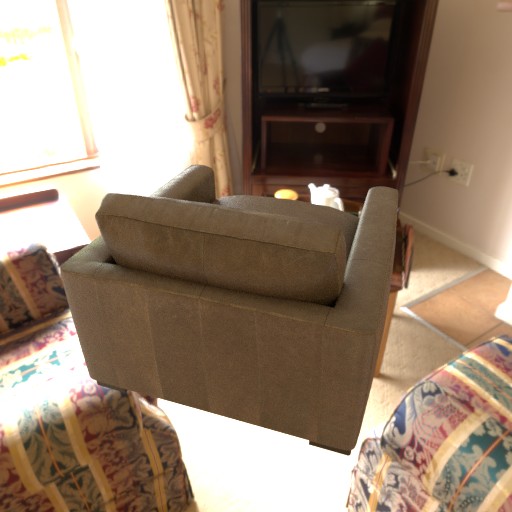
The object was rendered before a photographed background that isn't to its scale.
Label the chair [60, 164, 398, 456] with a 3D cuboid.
[{"bbox_3d":[0.000,0.000,1.857,1.106,0.807,1.080,10,33,16],"label":"chair"}]
